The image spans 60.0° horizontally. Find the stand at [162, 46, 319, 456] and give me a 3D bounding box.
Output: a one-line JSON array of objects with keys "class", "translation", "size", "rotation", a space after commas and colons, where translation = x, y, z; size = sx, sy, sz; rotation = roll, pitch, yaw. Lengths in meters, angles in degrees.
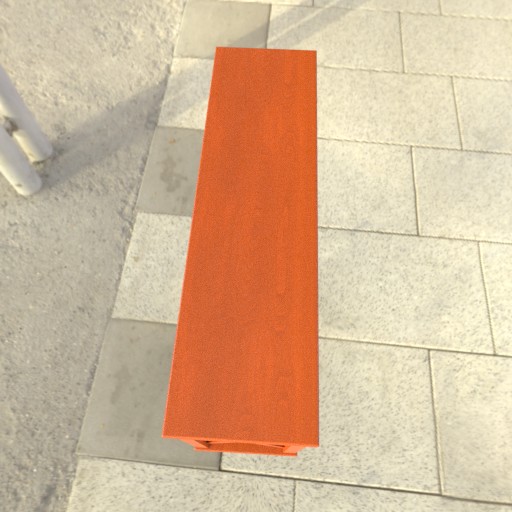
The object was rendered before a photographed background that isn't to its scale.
[{"class": "stand", "translation": [0.000, 0.000, 1.708], "size": [0.381, 0.762, 1.372], "rotation": [3, 64, 1]}]
